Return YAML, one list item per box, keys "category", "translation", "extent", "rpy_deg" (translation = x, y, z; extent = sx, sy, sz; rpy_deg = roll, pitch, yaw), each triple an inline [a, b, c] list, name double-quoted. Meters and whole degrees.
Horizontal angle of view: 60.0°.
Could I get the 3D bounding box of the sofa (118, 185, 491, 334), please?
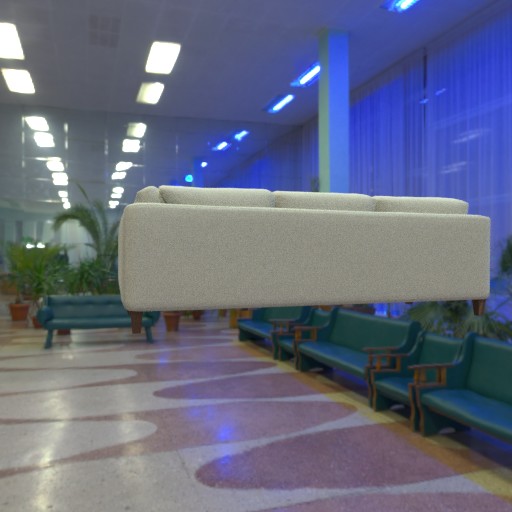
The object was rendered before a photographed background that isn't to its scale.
- category: "sofa"
  translation: [0.000, 0.000, 4.295]
  extent: [2.551, 0.853, 3.238]
  rpy_deg: [0, 0, -18]
